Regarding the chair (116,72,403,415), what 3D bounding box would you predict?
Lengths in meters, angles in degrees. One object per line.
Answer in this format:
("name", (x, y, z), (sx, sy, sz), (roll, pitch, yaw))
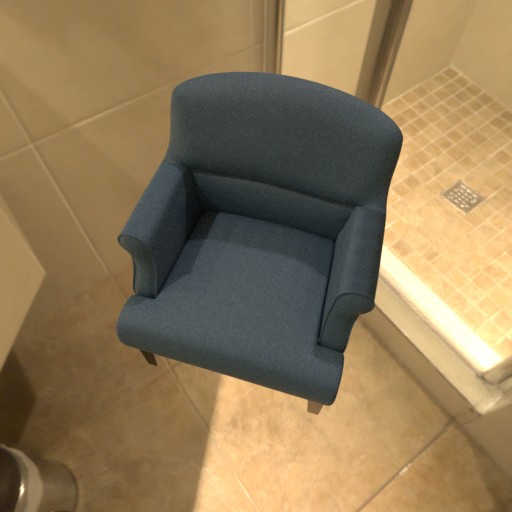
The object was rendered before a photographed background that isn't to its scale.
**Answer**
("chair", (0.000, 0.000, 1.483), (0.770, 0.878, 0.754), (14, 59, 9))
